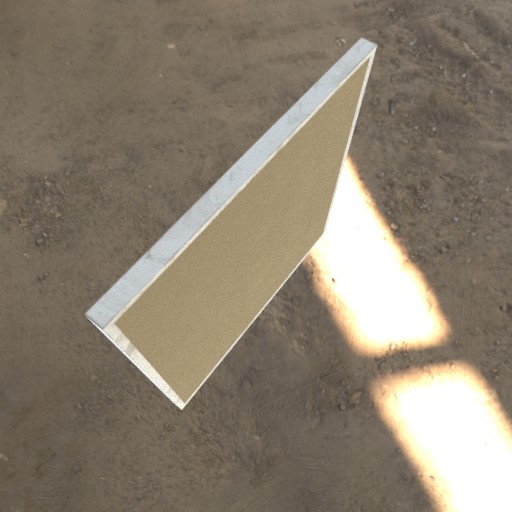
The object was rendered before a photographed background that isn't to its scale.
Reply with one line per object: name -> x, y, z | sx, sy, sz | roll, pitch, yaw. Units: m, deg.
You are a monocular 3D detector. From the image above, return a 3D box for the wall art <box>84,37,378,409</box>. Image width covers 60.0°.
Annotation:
wall art -> 0.000, 0.000, 1.107 | 0.038, 0.757, 0.760 | 34, 68, 16
